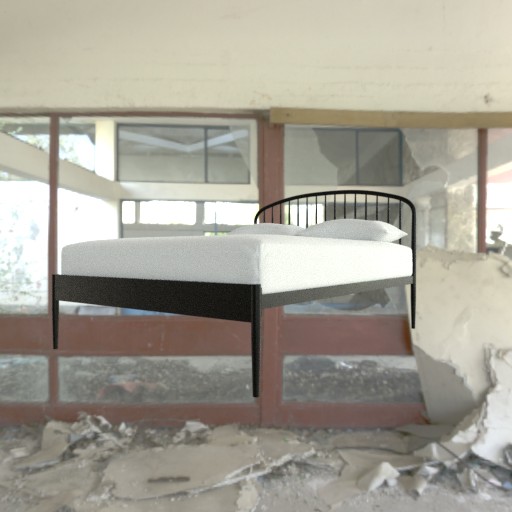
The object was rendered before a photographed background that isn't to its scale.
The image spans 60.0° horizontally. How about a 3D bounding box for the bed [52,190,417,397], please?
[{"bbox_3d":[0.000,0.000,3.170,1.618,1.166,2.159,0,0,37],"label":"bed"}]
